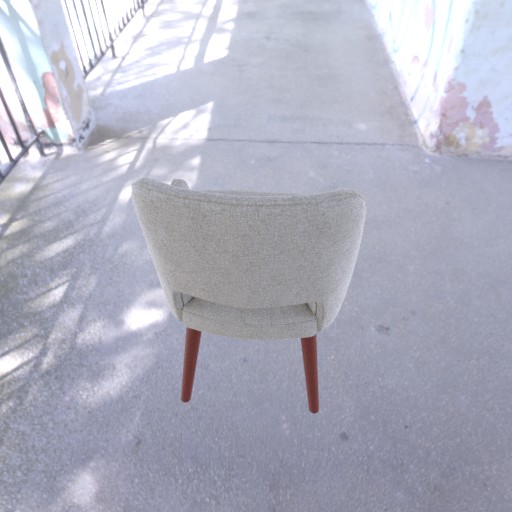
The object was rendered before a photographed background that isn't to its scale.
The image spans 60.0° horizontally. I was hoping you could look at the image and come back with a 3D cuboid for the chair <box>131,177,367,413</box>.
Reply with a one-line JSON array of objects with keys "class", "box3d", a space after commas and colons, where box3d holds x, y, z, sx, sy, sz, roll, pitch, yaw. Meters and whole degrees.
[{"class": "chair", "box3d": [0.000, 0.000, 1.261, 0.548, 0.849, 0.605, 4, 46, 4]}]
